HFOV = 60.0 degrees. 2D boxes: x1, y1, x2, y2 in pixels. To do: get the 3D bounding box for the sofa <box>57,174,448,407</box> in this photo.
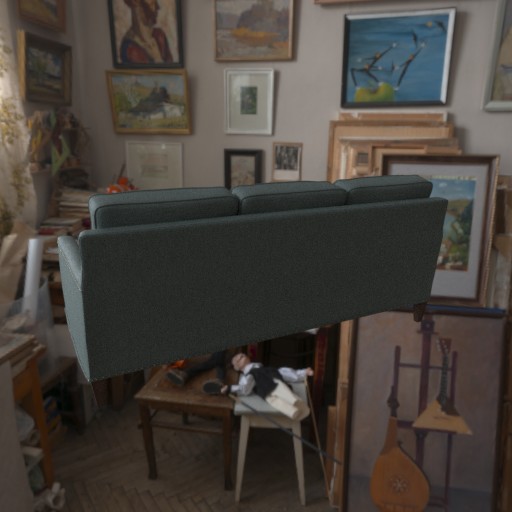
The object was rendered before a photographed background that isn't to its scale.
[{"bbox_3d":[0.000,0.000,2.813,2.246,1.003,1.084,-8,18,-26],"label":"sofa"}]
